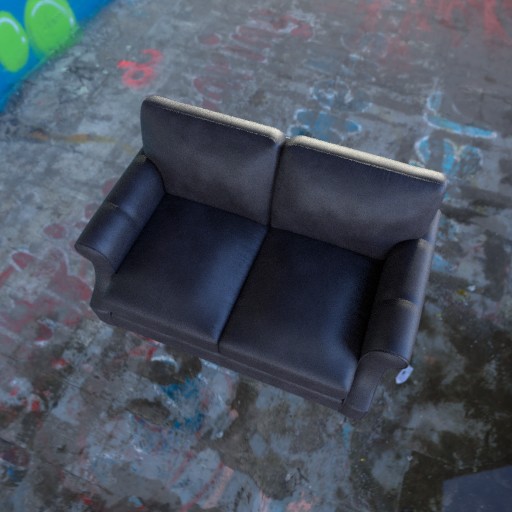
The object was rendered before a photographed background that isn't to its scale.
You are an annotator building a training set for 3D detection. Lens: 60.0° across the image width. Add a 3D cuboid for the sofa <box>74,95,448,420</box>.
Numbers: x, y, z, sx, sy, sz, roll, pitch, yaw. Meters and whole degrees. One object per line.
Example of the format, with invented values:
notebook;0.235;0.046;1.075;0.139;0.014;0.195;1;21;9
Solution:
sofa;0.000;0.000;2.296;1.663;0.979;1.030;18;61;11
